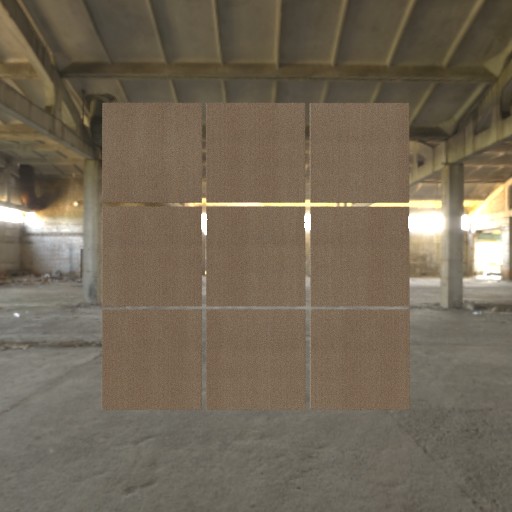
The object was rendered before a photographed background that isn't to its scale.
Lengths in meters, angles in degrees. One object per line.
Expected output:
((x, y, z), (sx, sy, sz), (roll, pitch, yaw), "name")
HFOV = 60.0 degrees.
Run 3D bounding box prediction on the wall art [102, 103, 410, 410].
((0.000, 0.000, 1.765), (1.219, 1.218, 0.013), (0, 0, 0), "wall art")
